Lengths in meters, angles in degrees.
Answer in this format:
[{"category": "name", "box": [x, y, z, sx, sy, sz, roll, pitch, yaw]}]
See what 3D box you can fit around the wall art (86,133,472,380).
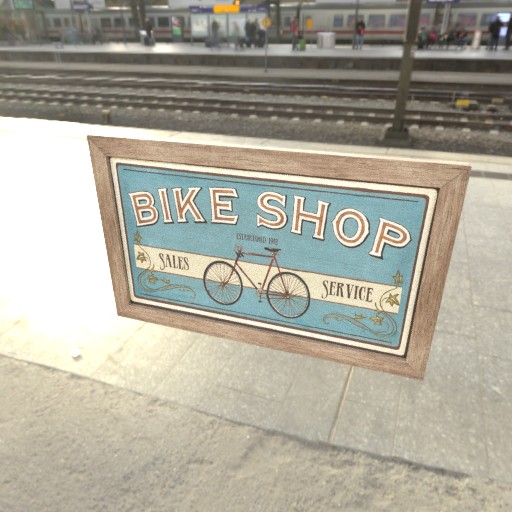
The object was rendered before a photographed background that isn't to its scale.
[{"category": "wall art", "box": [0.000, 0.000, 0.981, 0.780, 0.480, 0.021, 9, 29, 16]}]
